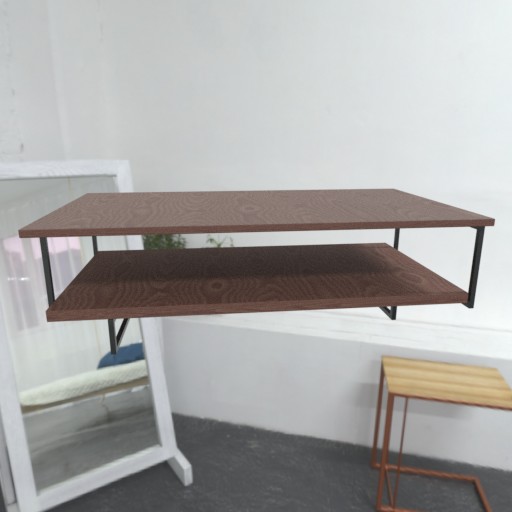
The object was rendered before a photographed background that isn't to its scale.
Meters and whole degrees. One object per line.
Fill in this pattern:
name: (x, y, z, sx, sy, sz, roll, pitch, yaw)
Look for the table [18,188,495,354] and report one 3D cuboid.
table: (0.000, 0.000, 1.461, 1.197, 0.347, 0.651, -2, 16, -6)
